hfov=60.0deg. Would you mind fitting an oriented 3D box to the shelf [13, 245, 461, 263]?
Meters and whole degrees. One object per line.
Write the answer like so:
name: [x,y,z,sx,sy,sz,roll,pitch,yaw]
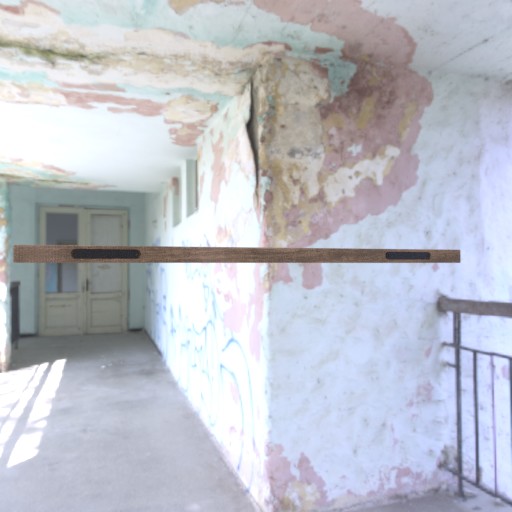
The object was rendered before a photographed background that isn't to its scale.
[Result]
shelf: [0.000,0.000,0.651,0.610,0.020,0.140,0,-1,-17]
